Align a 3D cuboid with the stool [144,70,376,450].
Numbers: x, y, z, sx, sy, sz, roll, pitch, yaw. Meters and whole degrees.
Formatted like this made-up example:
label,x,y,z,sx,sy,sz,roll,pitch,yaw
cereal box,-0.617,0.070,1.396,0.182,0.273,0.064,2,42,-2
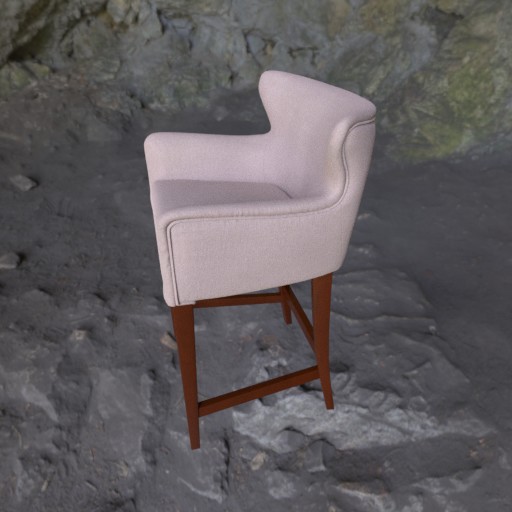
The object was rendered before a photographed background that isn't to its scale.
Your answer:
label,x,y,z,sx,sy,sz,roll,pitch,yaw
stool,0.000,0.000,1.334,0.570,0.951,0.601,-8,32,-12
